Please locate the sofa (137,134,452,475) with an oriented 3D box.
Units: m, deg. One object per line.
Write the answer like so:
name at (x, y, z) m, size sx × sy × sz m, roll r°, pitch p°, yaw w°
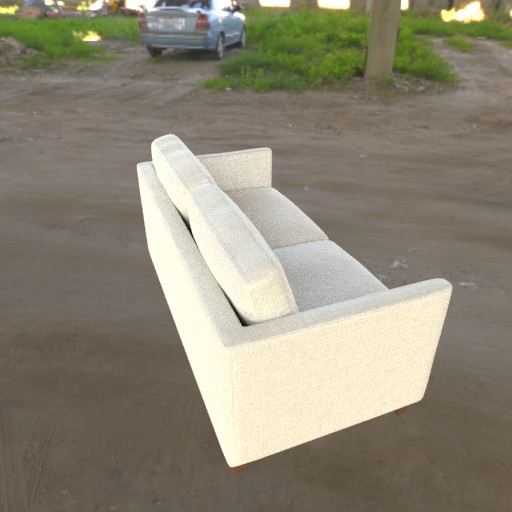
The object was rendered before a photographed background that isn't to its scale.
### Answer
sofa at (0.000, 0.000, 2.396) m, size 0.950 × 0.963 × 1.838 m, roll -12°, pitch 33°, yaw -18°
